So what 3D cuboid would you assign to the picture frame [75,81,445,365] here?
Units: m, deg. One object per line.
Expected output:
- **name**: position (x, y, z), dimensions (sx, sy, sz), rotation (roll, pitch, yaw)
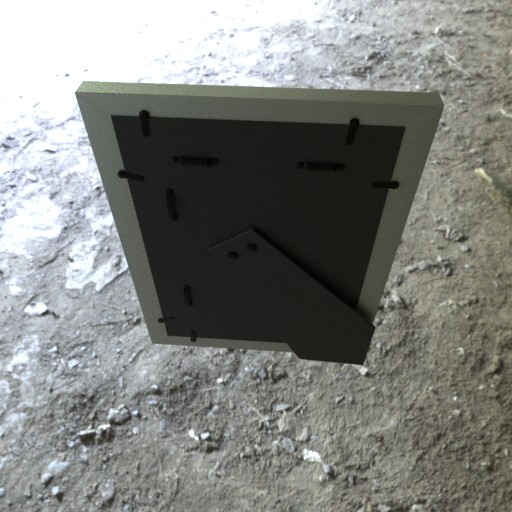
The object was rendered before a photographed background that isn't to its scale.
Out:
- **picture frame**: position (0.000, 0.000, 0.509), dimensions (0.307, 0.386, 0.036), rotation (3, 46, 3)
